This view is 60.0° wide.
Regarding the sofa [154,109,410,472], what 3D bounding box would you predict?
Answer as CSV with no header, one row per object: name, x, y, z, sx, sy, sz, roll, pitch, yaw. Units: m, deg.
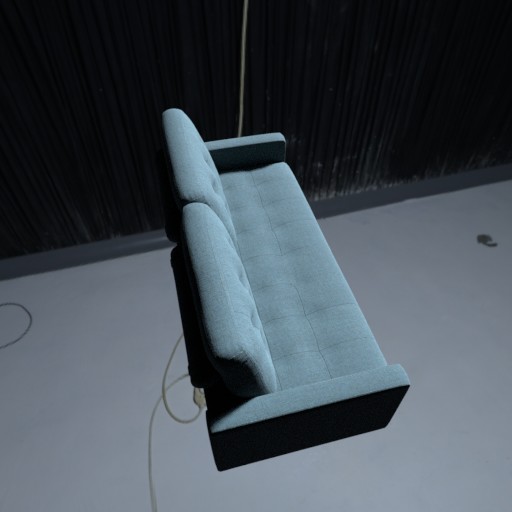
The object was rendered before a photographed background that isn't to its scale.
sofa,0.000,0.000,2.586,0.966,1.050,2.010,-11,49,-9
